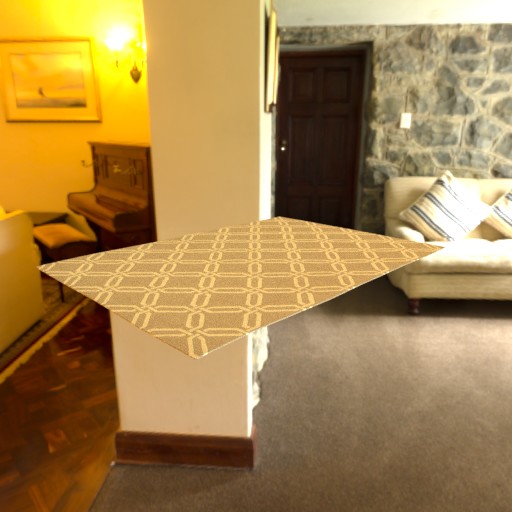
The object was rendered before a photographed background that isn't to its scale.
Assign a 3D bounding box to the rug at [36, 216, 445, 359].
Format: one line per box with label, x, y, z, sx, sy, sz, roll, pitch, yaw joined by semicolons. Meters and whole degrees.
rug;0.000;0.000;2.783;1.524;0.013;2.135;15;22;43
